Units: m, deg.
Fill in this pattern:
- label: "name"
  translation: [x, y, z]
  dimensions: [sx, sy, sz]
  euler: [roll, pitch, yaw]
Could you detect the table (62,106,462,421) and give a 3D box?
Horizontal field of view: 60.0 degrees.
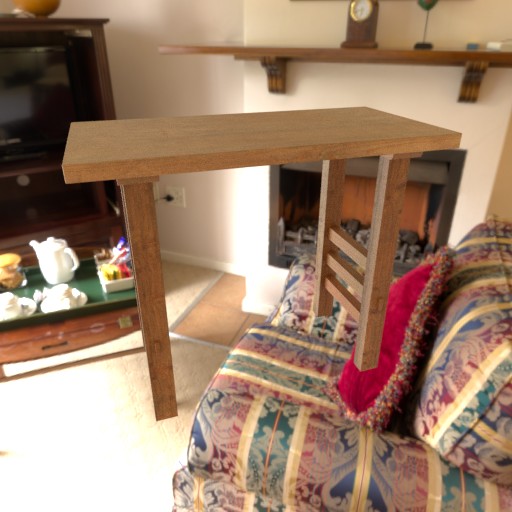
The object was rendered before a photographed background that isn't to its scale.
- label: "table"
  translation: [0.000, 0.000, 1.612]
  dimensions: [1.119, 0.914, 0.556]
  euler: [-9, 28, -16]
